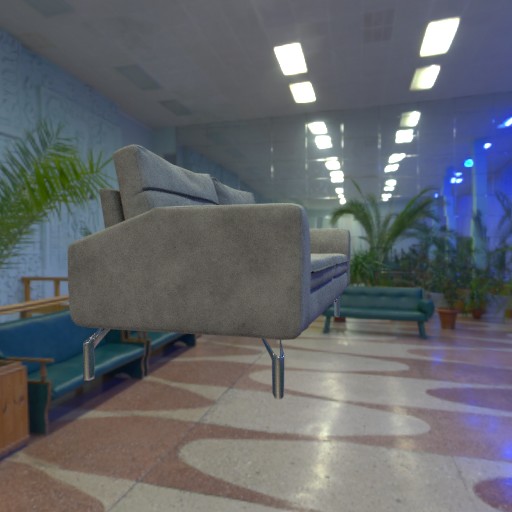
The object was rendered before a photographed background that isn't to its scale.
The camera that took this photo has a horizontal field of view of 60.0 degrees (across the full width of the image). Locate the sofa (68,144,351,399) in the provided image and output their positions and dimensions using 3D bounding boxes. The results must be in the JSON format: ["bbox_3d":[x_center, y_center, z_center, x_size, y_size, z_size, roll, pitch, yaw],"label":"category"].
[{"bbox_3d":[0.000,0.000,2.307,0.849,0.859,1.837,0,1,16],"label":"sofa"}]
